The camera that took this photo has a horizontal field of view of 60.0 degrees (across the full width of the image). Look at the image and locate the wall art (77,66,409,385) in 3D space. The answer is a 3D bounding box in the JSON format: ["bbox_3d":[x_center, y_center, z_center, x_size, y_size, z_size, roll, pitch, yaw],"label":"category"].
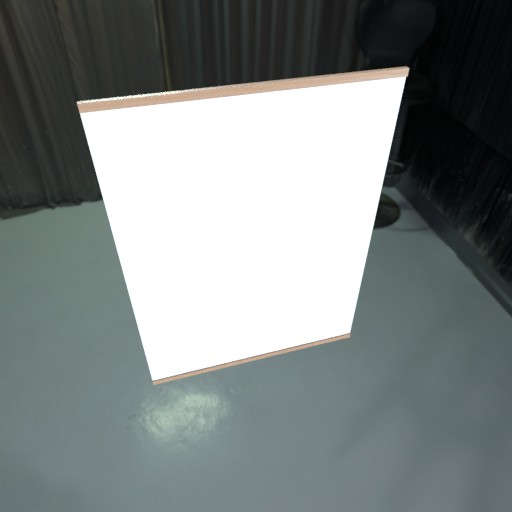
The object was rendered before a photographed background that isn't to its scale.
[{"bbox_3d":[0.000,0.000,1.317,0.758,1.016,0.013,-11,42,-12],"label":"wall art"}]
